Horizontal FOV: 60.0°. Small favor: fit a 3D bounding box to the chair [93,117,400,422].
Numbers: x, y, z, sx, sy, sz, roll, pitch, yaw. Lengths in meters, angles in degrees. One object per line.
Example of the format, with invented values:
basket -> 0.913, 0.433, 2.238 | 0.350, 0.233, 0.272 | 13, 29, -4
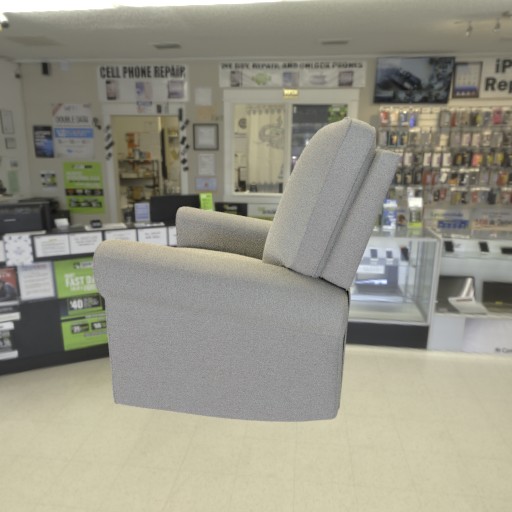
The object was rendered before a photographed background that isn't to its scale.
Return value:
chair -> 0.000, 0.000, 1.651 | 0.878, 0.960, 0.890 | 2, 15, 9
